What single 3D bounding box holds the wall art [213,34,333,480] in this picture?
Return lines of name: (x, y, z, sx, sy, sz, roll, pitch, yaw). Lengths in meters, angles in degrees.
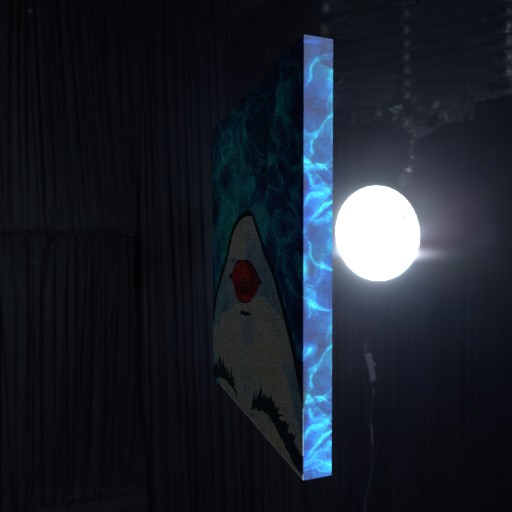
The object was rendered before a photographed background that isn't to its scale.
wall art: (0.000, 0.000, 0.714, 0.038, 0.508, 0.432, 0, 1, -19)
